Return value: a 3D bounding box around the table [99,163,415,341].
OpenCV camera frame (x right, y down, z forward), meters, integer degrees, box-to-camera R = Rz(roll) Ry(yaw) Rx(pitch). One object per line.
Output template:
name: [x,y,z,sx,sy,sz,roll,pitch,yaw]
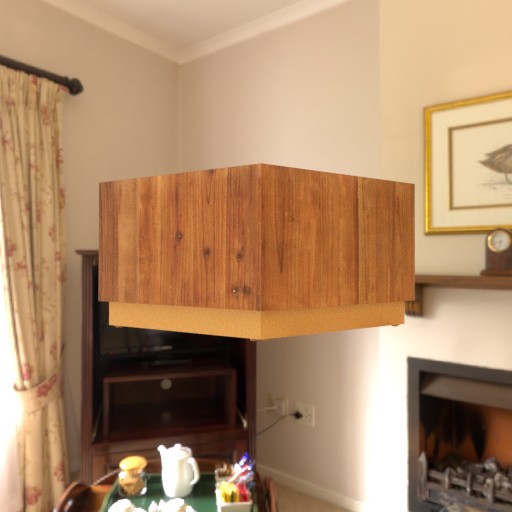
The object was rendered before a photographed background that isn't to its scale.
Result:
table: [0.000,0.000,1.690,1.000,0.456,1.154,0,-1,-1]
